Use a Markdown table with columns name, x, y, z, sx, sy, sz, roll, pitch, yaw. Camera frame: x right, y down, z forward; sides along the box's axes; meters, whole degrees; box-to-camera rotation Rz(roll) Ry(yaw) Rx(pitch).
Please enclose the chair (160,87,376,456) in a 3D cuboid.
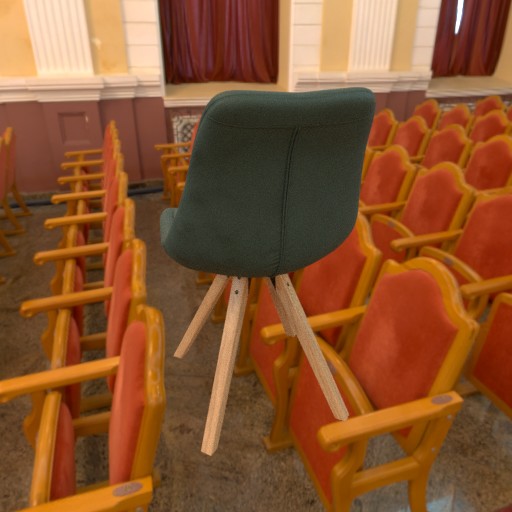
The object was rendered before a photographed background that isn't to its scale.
| name | x | y | z | sx | sy | sz | roll | pitch | yaw |
| --- | --- | --- | --- | --- | --- | --- | --- | --- | --- |
| chair | 0.000 | 0.000 | 1.170 | 0.483 | 0.865 | 0.547 | -8 | 26 | -16 |
